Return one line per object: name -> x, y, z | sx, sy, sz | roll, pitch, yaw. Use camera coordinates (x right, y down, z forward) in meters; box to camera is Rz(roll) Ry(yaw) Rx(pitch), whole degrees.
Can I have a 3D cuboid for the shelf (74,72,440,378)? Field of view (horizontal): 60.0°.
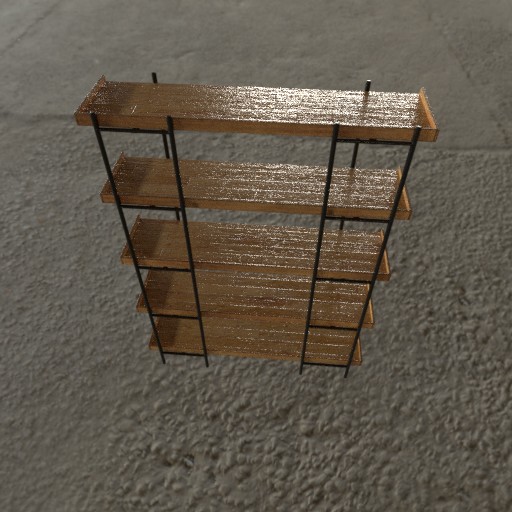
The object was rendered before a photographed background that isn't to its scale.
shelf -> 0.000, 0.000, 2.419 | 1.371, 1.826, 0.379 | 4, 46, 3
